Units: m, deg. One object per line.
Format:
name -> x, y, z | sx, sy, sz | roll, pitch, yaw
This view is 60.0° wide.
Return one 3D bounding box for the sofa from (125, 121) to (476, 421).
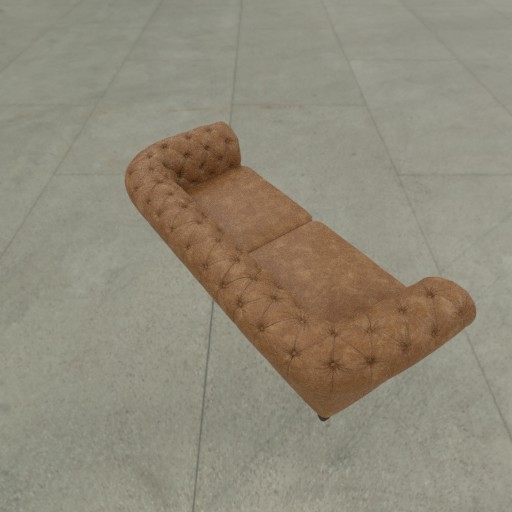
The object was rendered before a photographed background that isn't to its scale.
sofa -> 0.000, 0.000, 2.806 | 0.989, 0.760, 2.365 | -26, 48, -25
